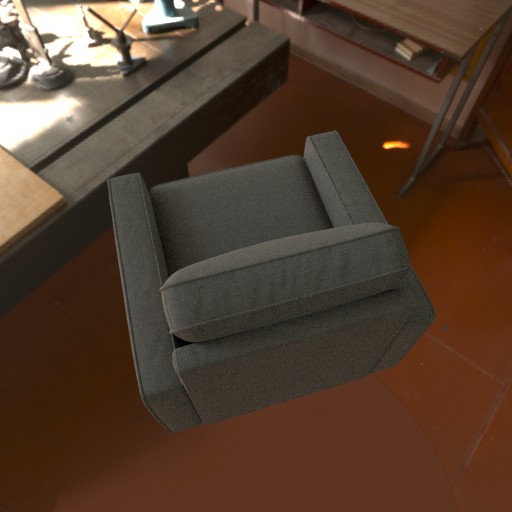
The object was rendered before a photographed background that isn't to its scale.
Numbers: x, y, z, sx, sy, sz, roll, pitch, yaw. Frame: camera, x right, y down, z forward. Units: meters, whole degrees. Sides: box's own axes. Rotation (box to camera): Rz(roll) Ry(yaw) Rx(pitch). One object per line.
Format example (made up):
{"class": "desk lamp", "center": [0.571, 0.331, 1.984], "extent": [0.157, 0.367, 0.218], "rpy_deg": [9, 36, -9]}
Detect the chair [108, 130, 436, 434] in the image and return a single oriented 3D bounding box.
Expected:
{"class": "chair", "center": [0.000, 0.000, 1.717], "extent": [1.017, 0.919, 0.940], "rpy_deg": [-14, 60, -8]}
